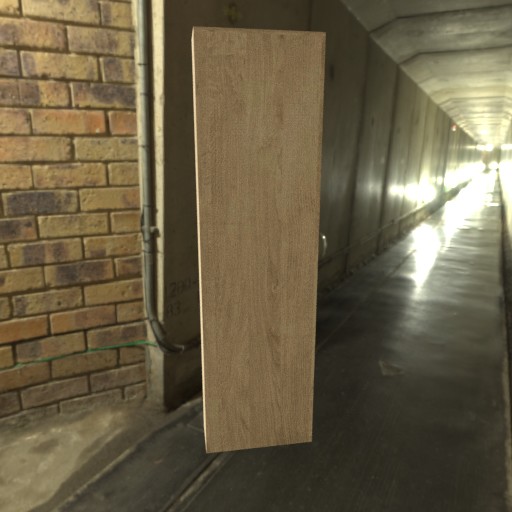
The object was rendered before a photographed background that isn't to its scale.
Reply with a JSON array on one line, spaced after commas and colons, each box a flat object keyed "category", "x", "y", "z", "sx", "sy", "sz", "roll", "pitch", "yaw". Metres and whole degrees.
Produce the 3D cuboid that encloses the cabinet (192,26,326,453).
[{"category": "cabinet", "x": 0.000, "y": 0.000, "z": 1.971, "sx": 0.500, "sy": 1.790, "sz": 0.230, "roll": -2, "pitch": 14, "yaw": -9}]
